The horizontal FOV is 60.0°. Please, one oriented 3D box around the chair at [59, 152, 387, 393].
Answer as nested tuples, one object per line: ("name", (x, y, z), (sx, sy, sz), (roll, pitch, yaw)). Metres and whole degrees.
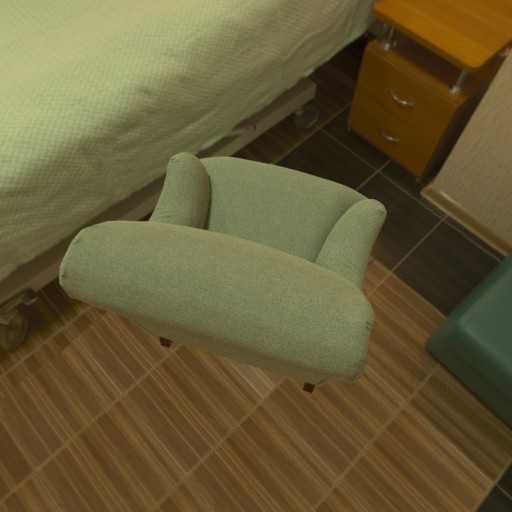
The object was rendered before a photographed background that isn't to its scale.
("chair", (0.000, 0.000, 1.914), (0.964, 1.178, 1.060), (16, 64, 8))
